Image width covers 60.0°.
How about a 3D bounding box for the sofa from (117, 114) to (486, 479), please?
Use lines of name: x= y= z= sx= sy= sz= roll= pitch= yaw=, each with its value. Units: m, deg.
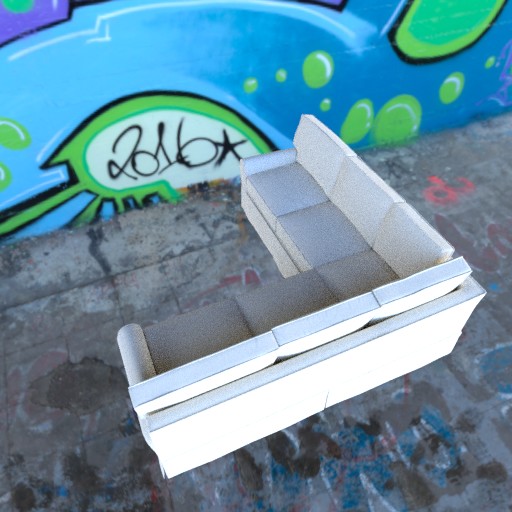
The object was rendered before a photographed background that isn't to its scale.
sofa: x=0.000 y=0.000 z=3.918 sx=2.597 sy=1.070 sz=2.591 roll=-18 pitch=49 yaw=-16
